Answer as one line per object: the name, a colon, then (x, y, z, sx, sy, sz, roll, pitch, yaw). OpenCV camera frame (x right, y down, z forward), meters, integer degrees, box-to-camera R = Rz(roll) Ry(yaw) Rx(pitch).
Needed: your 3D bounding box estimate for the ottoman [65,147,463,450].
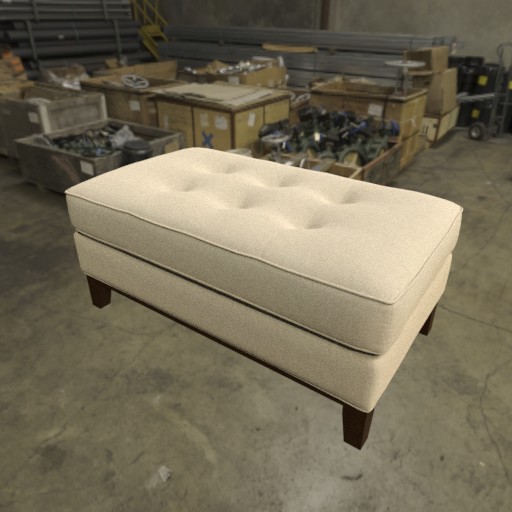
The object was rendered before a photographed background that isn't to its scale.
ottoman: (0.000, 0.000, 1.491, 1.143, 0.508, 0.648, 19, 35, 30)
